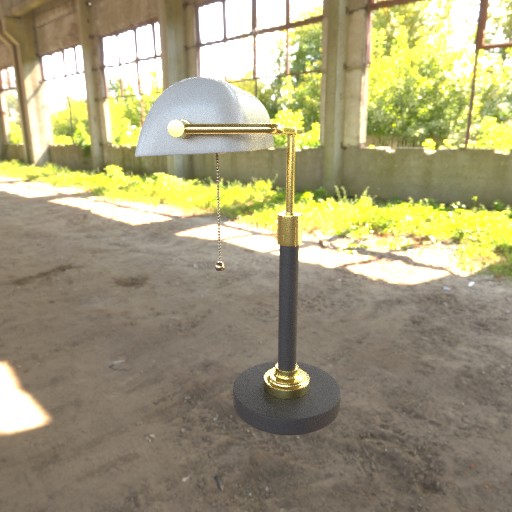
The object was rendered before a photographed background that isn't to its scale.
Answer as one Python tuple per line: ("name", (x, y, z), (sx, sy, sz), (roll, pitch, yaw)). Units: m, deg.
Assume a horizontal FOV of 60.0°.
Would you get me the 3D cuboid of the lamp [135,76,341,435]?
("lamp", (0.000, 0.000, 0.555), (0.227, 0.404, 0.269), (3, 15, 10))
